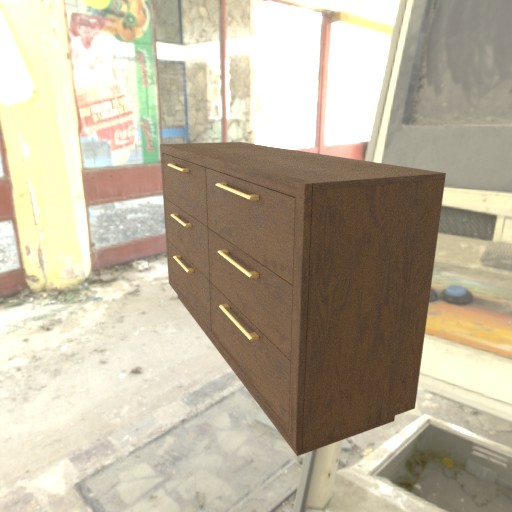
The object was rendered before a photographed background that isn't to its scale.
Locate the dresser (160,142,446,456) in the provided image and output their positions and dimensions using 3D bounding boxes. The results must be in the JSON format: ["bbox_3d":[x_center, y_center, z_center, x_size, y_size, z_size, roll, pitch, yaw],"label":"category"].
[{"bbox_3d":[0.000,0.000,1.982,0.512,0.889,1.523,-8,20,-24],"label":"dresser"}]
